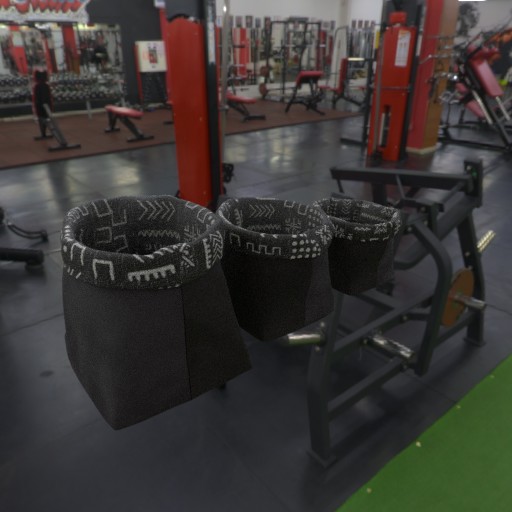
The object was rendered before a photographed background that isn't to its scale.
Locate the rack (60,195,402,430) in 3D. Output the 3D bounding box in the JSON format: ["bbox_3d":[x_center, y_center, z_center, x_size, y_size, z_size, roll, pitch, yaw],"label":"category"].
[{"bbox_3d":[0.000,0.000,1.084,0.905,0.323,0.379,-18,31,-33],"label":"rack"}]
